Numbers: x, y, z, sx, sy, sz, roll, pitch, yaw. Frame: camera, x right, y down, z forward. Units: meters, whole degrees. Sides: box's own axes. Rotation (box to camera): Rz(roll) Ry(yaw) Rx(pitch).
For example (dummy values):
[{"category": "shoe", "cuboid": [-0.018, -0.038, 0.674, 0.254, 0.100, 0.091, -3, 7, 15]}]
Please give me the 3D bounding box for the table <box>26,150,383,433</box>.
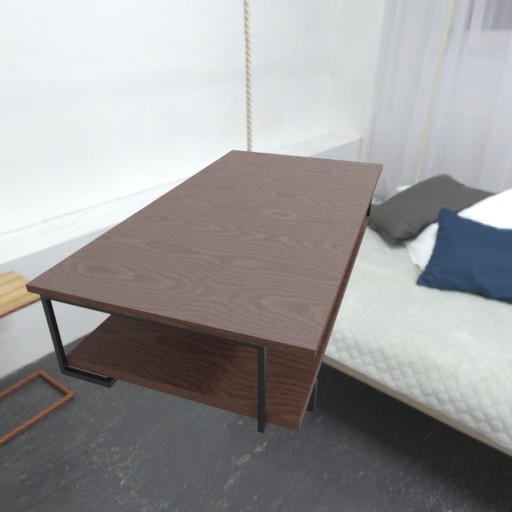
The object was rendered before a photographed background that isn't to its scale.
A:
[{"category": "table", "cuboid": [0.000, 0.000, 1.457, 0.651, 0.347, 1.197, 10, 30, 17]}]
